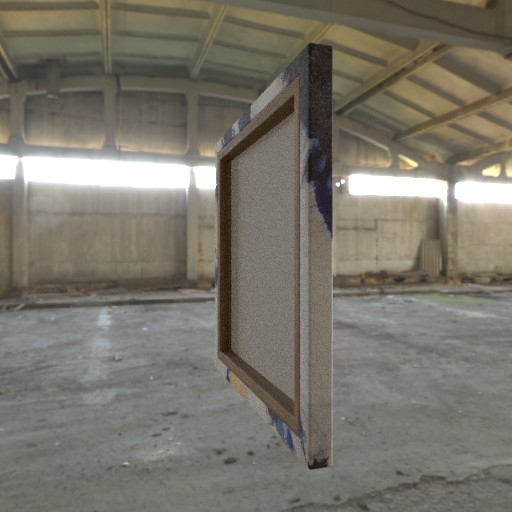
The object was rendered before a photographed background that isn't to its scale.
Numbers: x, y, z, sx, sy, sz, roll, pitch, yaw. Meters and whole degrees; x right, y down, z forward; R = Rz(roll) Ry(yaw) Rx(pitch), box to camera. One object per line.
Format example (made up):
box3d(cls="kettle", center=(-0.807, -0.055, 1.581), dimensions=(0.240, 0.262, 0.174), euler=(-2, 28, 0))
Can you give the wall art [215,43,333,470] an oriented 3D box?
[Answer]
box3d(cls="wall art", center=(0.000, 0.000, 0.923), dimensions=(0.039, 0.609, 0.609), euler=(0, 0, -18))
